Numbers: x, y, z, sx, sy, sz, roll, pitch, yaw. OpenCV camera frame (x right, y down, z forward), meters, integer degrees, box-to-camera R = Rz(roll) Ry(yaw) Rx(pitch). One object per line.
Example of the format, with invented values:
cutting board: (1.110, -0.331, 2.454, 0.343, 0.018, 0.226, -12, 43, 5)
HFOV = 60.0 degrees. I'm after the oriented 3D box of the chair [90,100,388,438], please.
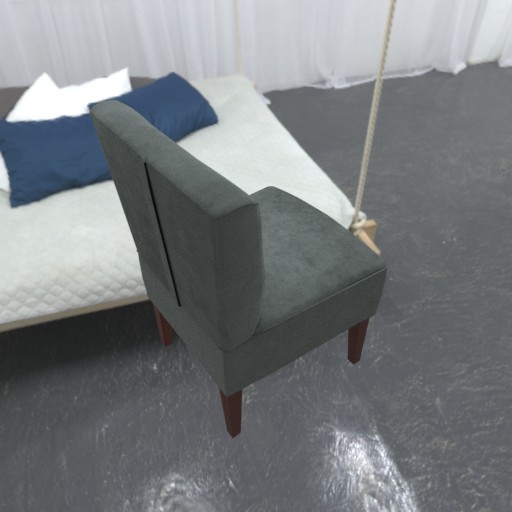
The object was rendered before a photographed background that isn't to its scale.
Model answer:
chair: (0.000, 0.000, 1.184, 0.554, 0.806, 0.521, -26, 47, -27)
